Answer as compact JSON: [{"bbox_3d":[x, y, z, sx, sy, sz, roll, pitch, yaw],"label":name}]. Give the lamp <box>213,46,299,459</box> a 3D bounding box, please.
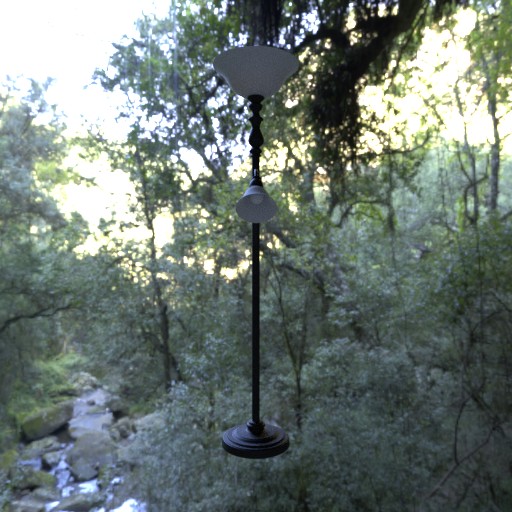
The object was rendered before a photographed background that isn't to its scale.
[{"bbox_3d":[0.000,0.000,2.003,0.405,1.793,0.588,0,0,-1],"label":"lamp"}]
